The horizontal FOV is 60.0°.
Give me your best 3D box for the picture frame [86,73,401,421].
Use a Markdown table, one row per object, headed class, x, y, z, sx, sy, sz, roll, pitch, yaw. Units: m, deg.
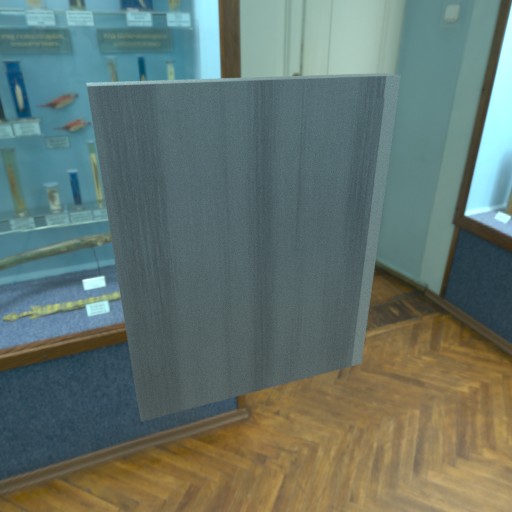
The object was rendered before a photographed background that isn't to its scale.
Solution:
| class | x | y | z | sx | sy | sz | roll | pitch | yaw |
| --- | --- | --- | --- | --- | --- | --- | --- | --- | --- |
| picture frame | 0.000 | 0.000 | 0.745 | 0.449 | 0.555 | 0.046 | -9 | 28 | -18 |
